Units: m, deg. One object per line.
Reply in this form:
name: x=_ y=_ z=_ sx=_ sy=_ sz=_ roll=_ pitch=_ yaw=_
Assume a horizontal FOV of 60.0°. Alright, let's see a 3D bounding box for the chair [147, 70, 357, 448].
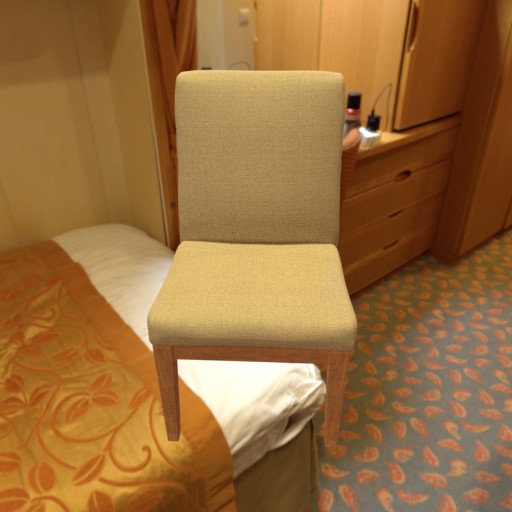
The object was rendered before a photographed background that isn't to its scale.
chair: x=0.000 y=0.000 z=1.258 sx=0.507 sy=0.911 sz=0.586 roll=1 pitch=30 yaw=2
